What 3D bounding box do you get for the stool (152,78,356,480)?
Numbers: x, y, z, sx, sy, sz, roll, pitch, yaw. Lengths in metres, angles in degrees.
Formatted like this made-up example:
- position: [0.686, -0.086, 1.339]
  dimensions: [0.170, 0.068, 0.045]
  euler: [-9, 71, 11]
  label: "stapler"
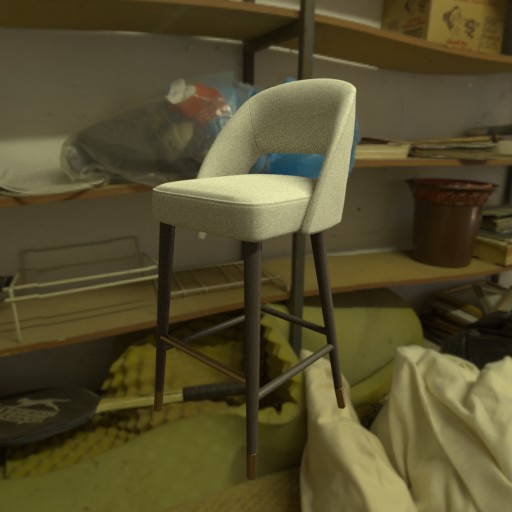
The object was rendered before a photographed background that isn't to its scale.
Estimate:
- position: [0.000, 0.000, 1.342]
  dimensions: [0.494, 1.037, 0.509]
  euler: [14, 21, 42]
  label: "stool"
